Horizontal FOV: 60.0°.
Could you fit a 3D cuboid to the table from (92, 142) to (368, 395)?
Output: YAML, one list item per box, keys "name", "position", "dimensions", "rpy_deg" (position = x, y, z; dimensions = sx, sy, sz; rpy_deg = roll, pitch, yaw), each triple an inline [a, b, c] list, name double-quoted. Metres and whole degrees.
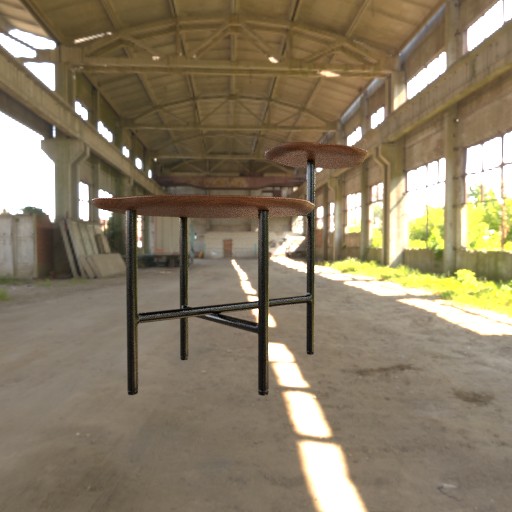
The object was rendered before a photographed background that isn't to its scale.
- name: "table"
  position: [0.000, 0.000, 1.070]
  dimensions: [0.759, 0.538, 0.442]
  rpy_deg: [-1, 2, -37]
